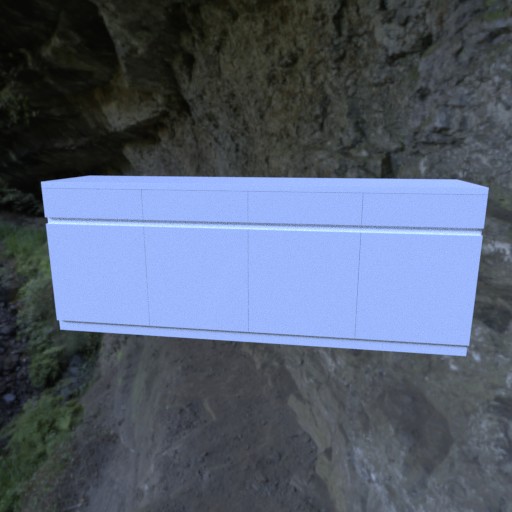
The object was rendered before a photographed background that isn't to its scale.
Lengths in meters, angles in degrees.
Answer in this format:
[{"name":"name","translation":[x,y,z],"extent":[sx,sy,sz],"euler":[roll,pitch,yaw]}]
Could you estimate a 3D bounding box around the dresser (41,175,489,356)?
[{"name":"dresser","translation":[0.000,0.000,2.499],"extent":[2.200,0.840,0.500],"euler":[2,14,8]}]
